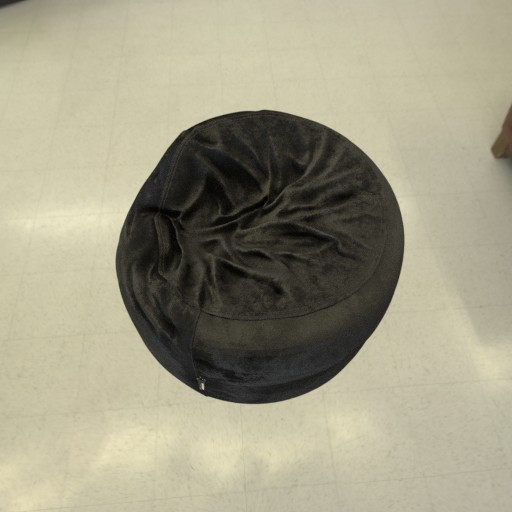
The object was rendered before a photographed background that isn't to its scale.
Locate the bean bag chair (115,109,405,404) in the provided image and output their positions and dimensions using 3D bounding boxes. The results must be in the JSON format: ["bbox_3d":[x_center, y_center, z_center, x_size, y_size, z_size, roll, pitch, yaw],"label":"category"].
[{"bbox_3d":[0.000,0.000,1.506,0.918,0.605,0.918,0,58,0],"label":"bean bag chair"}]
